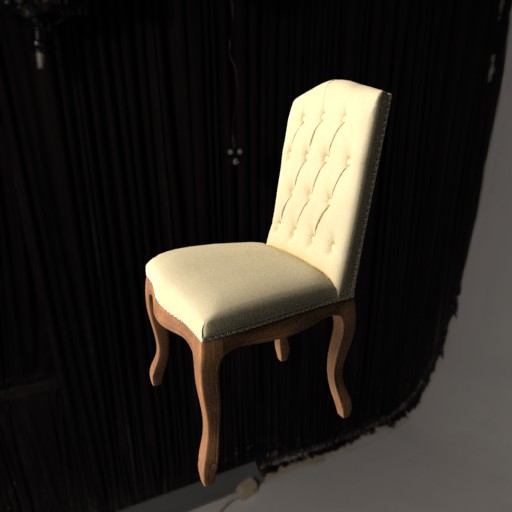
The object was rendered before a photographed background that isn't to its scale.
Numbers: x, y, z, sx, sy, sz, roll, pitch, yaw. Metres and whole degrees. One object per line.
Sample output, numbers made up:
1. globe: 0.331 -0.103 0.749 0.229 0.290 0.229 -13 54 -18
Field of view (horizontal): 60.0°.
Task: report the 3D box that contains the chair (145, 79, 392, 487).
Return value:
1. chair: 0.000 0.000 1.537 0.715 1.165 0.623 -8 19 -26
